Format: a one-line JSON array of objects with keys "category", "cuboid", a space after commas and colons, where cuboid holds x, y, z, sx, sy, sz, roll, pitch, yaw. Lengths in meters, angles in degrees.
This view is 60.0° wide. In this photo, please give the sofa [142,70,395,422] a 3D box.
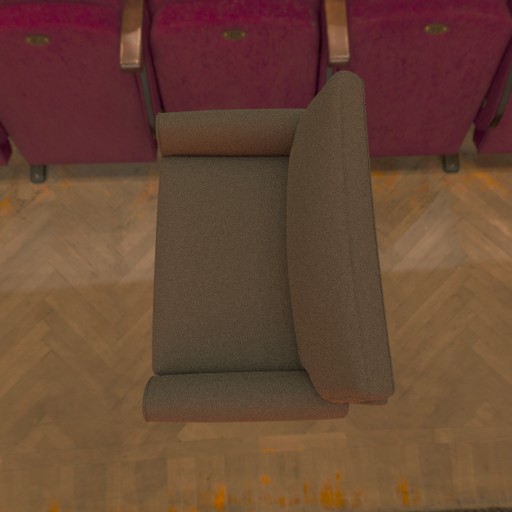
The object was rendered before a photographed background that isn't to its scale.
[{"category": "sofa", "cuboid": [0.000, 0.000, 2.024, 0.940, 0.953, 1.410, -1, 74, 0]}]
